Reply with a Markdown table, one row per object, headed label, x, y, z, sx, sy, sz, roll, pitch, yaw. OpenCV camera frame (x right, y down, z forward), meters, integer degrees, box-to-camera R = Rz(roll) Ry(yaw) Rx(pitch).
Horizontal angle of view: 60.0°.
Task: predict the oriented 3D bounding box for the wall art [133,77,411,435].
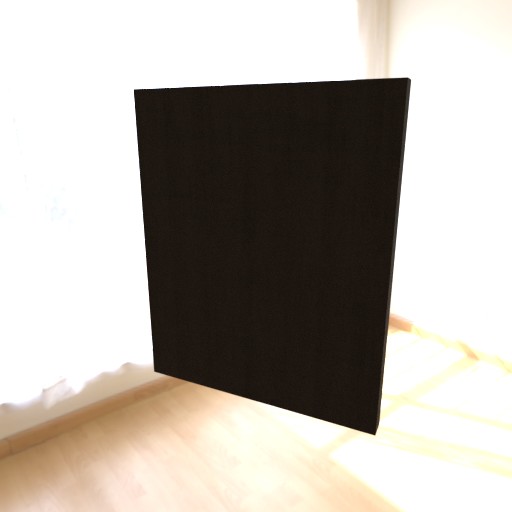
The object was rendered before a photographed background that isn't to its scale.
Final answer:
| label | x | y | z | sx | sy | sz | roll | pitch | yaw |
| --- | --- | --- | --- | --- | --- | --- | --- | --- | --- |
| wall art | 0.000 | 0.000 | 0.764 | 0.455 | 0.552 | 0.034 | 8 | 18 | 25 |
